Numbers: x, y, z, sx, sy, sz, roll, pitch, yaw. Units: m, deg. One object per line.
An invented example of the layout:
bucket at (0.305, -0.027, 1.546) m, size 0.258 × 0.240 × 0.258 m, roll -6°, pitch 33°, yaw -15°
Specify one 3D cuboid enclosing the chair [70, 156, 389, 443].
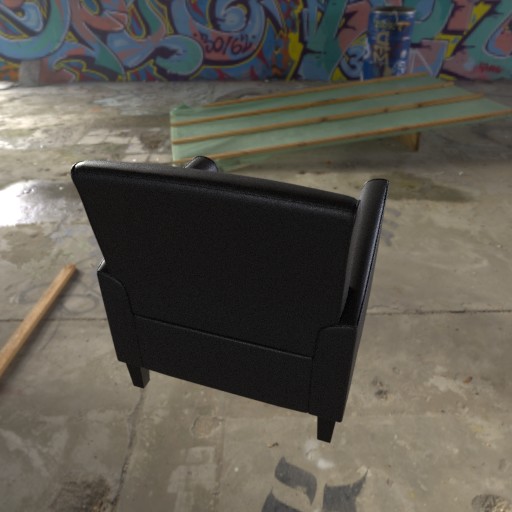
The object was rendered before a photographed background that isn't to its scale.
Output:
chair at (0.000, 0.000, 1.589) m, size 0.820 × 0.916 × 0.819 m, roll 11°, pitch 35°, yaw 16°
